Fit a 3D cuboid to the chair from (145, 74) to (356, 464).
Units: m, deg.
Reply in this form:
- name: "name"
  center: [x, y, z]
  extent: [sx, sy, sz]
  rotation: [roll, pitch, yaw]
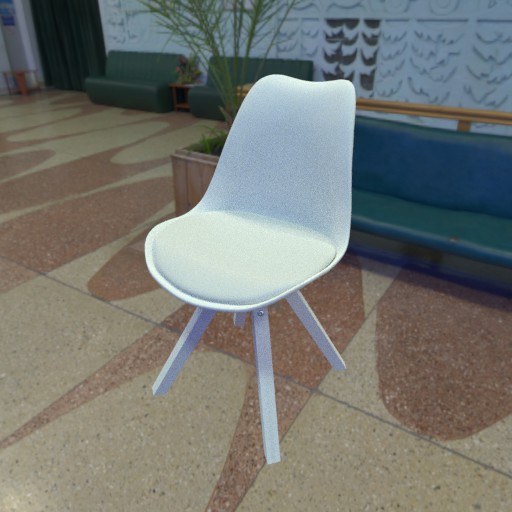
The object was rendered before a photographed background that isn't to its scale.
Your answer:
- name: "chair"
  center: [0.000, 0.000, 1.191]
  extent: [0.485, 0.850, 0.550]
  rotation: [18, 33, 30]
